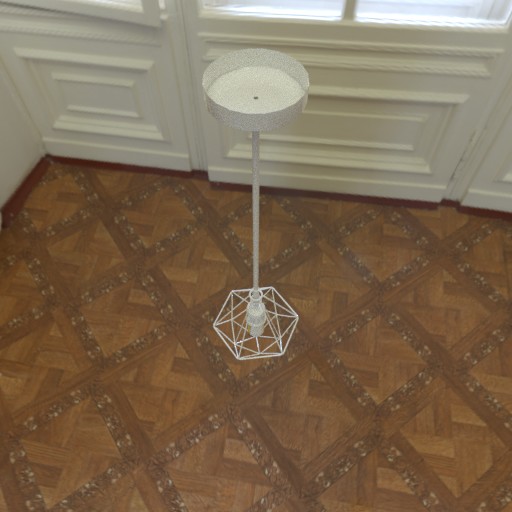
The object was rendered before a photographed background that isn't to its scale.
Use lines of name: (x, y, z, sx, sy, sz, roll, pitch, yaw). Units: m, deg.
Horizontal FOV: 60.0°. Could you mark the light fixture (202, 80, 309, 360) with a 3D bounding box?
light fixture: (0.000, 0.000, 1.956, 0.431, 1.764, 0.487, -32, 62, -19)
